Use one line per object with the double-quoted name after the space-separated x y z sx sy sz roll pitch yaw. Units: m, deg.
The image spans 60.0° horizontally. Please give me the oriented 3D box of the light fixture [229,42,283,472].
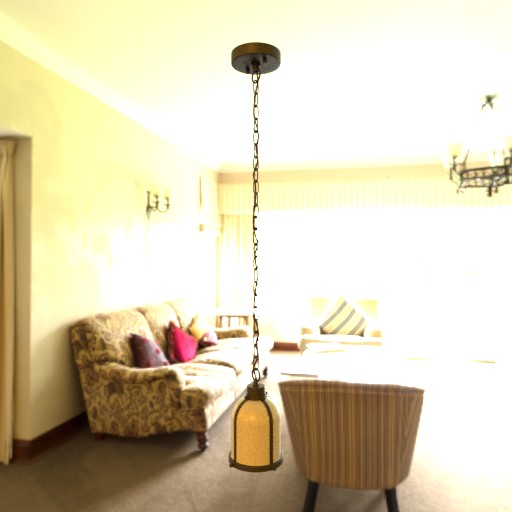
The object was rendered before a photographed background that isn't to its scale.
0.000 0.000 1.291 0.178 1.181 0.178 0 -1 -36 "light fixture"
